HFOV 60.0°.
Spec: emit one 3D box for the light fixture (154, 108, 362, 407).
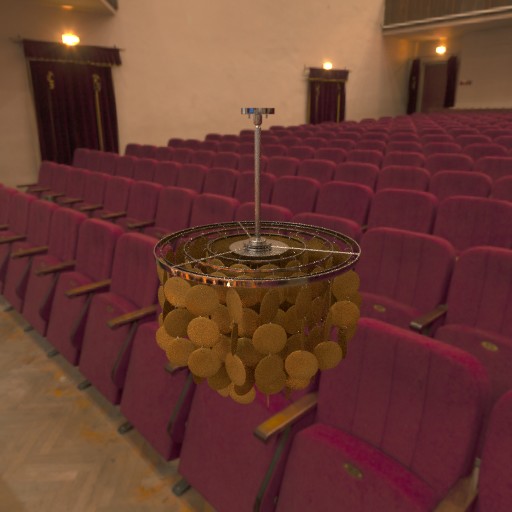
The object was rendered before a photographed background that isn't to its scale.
[{"bbox_3d":[0.000,0.000,0.776,0.368,0.492,0.368,0,18,0],"label":"light fixture"}]
